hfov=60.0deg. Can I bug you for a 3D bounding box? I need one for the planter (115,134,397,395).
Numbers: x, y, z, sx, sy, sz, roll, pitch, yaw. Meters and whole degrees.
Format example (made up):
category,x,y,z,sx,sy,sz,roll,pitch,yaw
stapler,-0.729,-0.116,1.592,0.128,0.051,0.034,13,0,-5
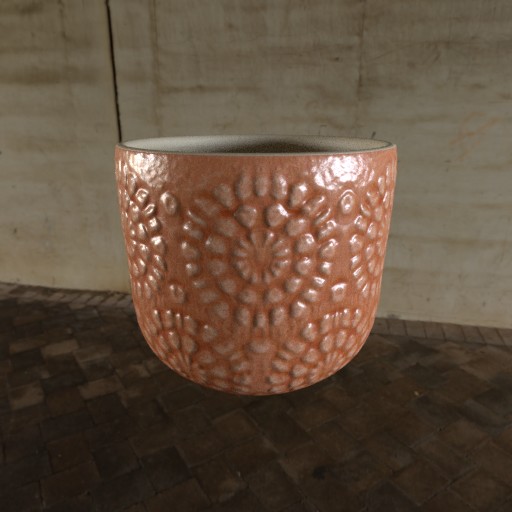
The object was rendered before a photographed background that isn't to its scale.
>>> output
category,x,y,z,sx,sy,sz,roll,pitch,yaw
planter,0.000,0.000,0.218,0.124,0.109,0.124,0,18,0
